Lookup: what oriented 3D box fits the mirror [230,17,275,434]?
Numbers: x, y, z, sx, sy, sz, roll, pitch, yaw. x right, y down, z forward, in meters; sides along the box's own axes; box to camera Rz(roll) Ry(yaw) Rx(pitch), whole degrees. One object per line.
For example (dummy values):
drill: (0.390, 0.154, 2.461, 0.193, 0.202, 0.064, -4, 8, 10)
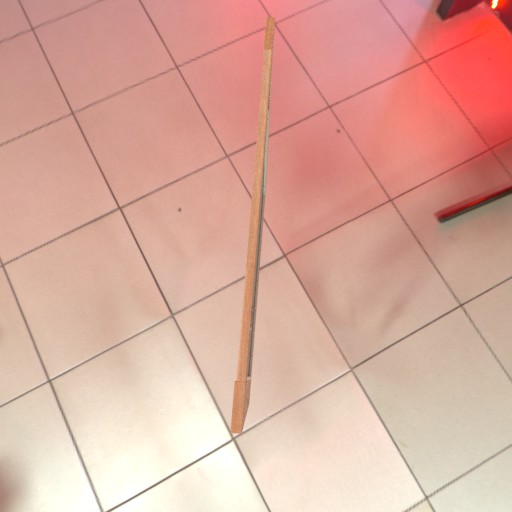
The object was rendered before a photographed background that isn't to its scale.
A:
mirror: (0.000, 0.000, 1.190, 0.020, 0.800, 0.800, 4, 75, 1)
